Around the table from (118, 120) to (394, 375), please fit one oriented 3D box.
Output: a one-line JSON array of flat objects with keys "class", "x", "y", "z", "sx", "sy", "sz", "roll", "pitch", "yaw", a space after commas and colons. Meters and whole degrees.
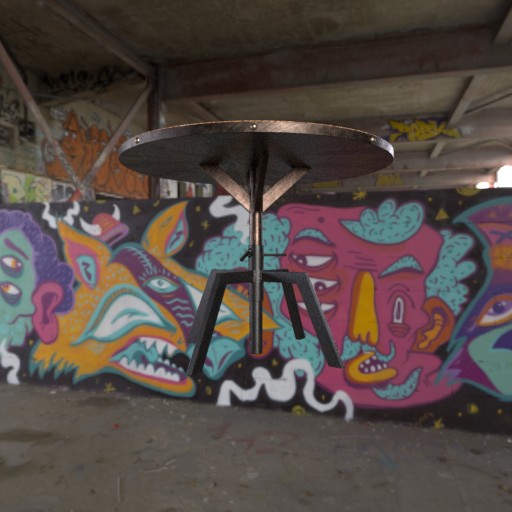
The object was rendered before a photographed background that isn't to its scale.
[{"class": "table", "x": 0.000, "y": 0.000, "z": 1.497, "sx": 0.885, "sy": 0.658, "sz": 0.885, "roll": 0, "pitch": 1, "yaw": 0}]
